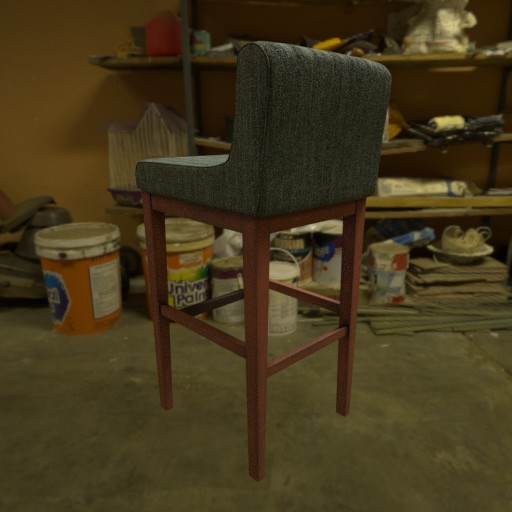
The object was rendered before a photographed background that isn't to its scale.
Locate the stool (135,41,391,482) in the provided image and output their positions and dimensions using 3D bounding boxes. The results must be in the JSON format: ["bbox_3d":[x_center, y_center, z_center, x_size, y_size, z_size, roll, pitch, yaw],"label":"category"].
[{"bbox_3d":[0.000,0.000,1.189,0.426,0.965,0.499,-15,22,-42],"label":"stool"}]
